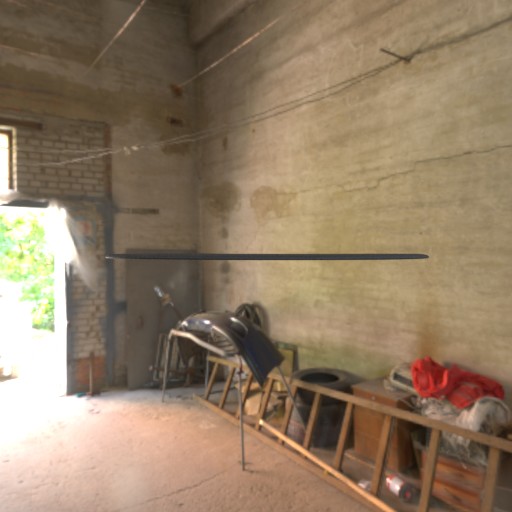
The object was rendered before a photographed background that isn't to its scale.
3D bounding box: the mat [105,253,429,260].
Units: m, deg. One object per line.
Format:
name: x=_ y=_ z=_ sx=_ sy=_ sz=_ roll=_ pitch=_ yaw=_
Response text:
mat: x=0.000 y=0.000 z=1.645 sx=1.220 sy=0.016 sz=0.917 roll=0 pitch=1 yaw=18
